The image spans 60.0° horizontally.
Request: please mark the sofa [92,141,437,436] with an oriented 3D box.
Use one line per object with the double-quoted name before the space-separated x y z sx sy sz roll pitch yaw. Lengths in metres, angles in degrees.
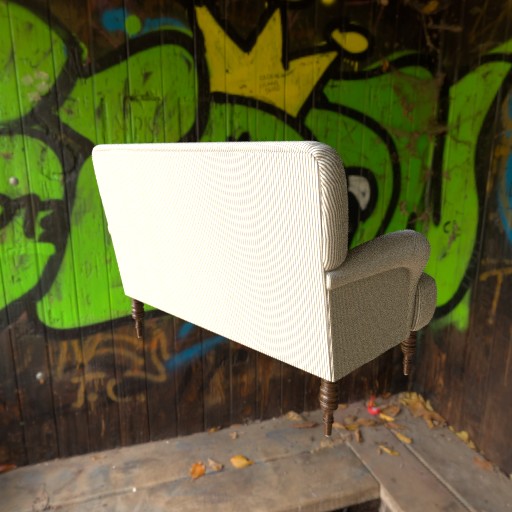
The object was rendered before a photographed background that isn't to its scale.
"sofa" 0.000 0.000 1.812 1.297 0.889 0.779 13 18 42
